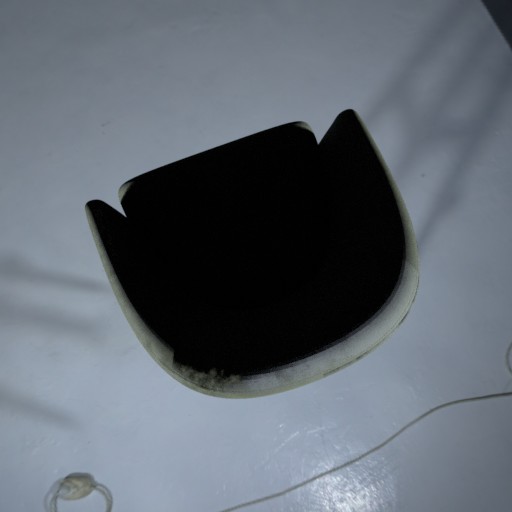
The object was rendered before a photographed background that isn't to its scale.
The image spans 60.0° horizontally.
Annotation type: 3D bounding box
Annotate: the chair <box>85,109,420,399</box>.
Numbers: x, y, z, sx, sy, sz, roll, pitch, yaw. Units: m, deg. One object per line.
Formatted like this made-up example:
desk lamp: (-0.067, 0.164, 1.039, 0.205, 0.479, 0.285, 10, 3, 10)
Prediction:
chair: (0.000, 0.000, 1.330, 0.773, 0.698, 0.767, -21, 75, -6)
